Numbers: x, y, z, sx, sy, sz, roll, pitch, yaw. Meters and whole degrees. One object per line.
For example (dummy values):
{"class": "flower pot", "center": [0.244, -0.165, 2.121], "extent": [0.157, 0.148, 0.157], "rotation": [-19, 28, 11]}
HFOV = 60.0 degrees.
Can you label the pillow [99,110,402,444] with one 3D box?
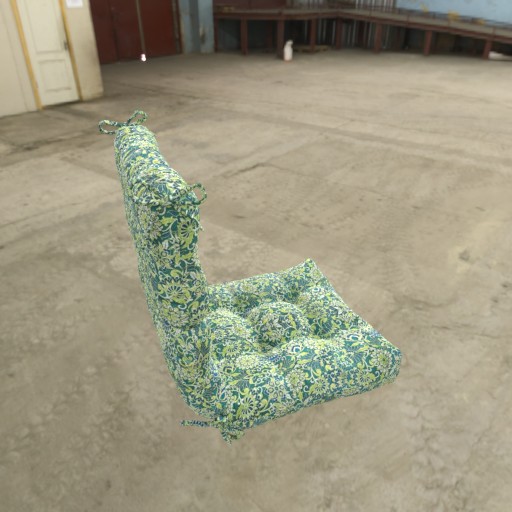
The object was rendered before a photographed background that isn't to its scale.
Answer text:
{"class": "pillow", "center": [0.000, 0.000, 1.024], "extent": [0.571, 0.605, 0.519], "rotation": [-11, 32, -18]}
